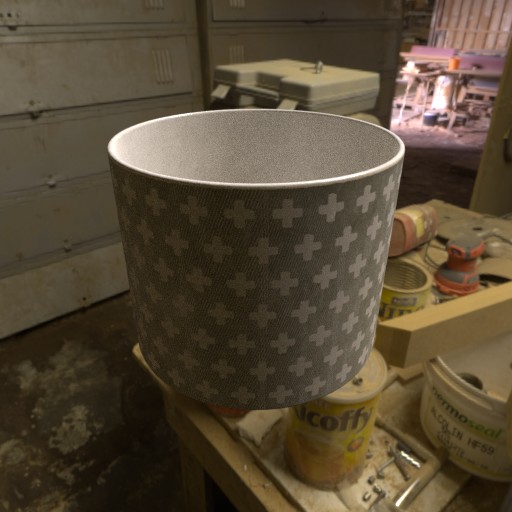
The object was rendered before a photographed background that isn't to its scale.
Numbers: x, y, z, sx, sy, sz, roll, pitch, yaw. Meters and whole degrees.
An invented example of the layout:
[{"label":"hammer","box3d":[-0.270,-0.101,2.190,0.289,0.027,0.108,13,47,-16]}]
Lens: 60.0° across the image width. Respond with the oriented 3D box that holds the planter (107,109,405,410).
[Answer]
[{"label":"planter","box3d":[0.000,0.000,0.338,0.190,0.181,0.190,0,29,0]}]
